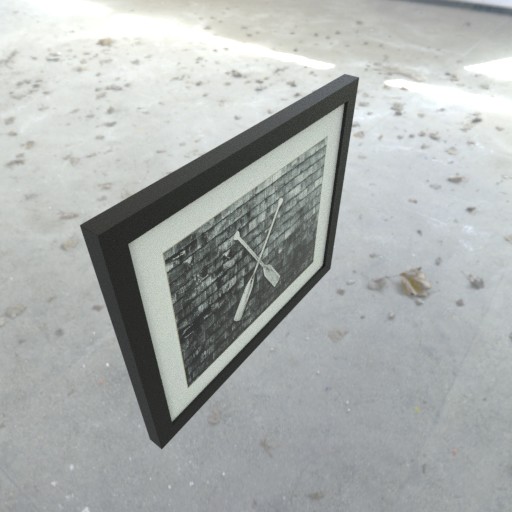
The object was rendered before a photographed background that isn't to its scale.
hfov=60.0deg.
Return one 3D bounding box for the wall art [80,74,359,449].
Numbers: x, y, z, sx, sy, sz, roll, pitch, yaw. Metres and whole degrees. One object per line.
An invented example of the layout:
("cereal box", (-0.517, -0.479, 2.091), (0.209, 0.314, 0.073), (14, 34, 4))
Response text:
("wall art", (0.000, 0.000, 0.765), (0.029, 0.457, 0.558), (27, 48, 27))
